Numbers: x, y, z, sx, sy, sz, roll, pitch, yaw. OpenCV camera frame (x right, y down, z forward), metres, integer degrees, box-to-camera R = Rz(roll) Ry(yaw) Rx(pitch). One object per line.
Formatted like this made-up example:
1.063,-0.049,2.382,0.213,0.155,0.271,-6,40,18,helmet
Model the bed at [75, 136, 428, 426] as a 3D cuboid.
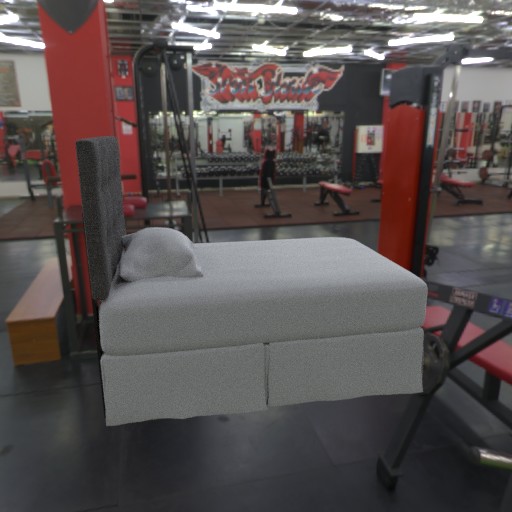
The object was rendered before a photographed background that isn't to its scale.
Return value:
0.000,0.000,3.018,1.997,1.571,1.261,-3,16,-11,bed
